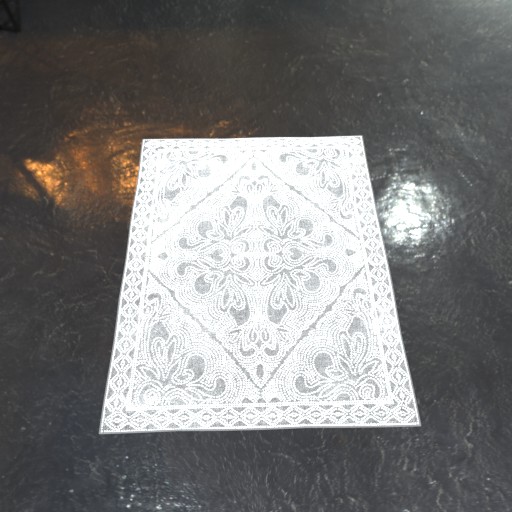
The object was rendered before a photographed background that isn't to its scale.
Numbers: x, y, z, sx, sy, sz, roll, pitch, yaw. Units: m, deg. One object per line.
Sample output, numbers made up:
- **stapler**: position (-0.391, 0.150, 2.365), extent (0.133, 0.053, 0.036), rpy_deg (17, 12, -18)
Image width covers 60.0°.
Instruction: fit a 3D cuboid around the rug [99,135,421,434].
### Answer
- **rug**: position (0.000, 0.000, 4.088), extent (2.438, 0.012, 3.048), rpy_deg (-1, 59, 0)
